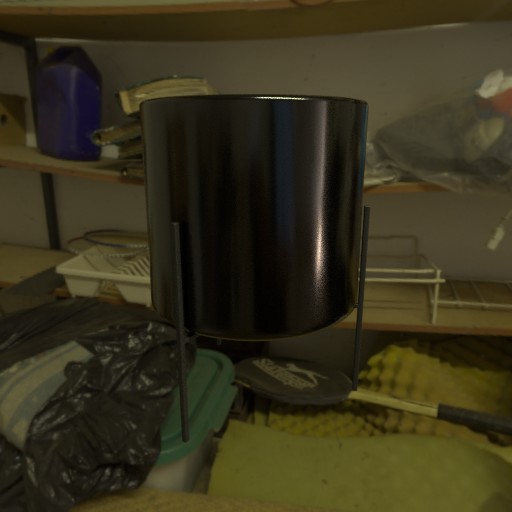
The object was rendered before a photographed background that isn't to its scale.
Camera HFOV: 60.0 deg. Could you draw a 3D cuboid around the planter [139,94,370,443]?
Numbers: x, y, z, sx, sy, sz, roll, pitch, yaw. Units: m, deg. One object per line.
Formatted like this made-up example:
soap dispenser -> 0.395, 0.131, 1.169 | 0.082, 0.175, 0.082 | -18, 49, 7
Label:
planter -> 0.000, 0.000, 0.658 | 0.310, 0.432, 0.310 | -3, 16, -10
